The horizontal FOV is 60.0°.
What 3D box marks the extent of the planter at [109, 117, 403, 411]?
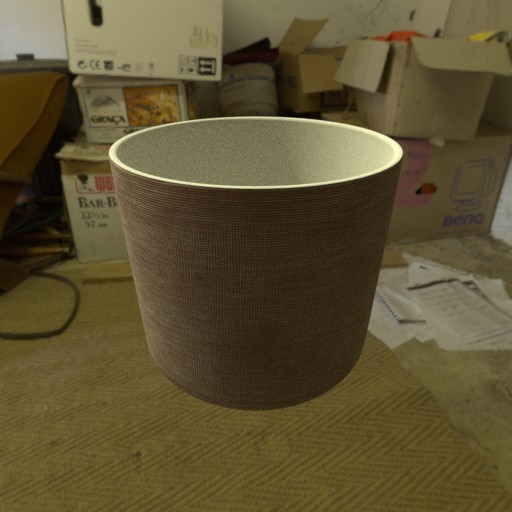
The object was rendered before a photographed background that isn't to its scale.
[{"bbox_3d":[0.000,0.000,0.780,0.440,0.398,0.440,0,27,0],"label":"planter"}]
